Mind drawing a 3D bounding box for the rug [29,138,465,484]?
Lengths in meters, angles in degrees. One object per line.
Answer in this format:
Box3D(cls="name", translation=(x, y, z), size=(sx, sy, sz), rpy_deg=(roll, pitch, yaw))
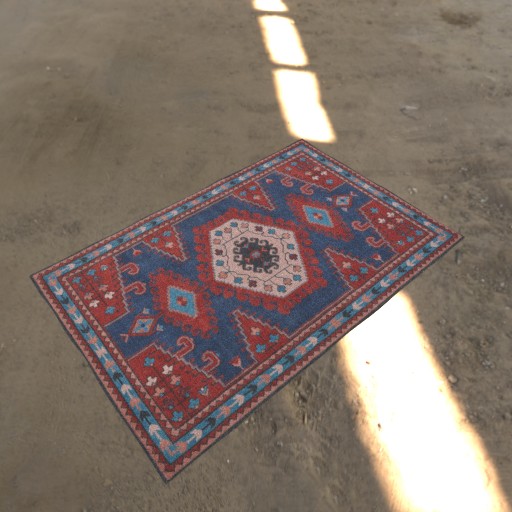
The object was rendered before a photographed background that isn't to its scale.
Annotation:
Box3D(cls="rug", translation=(0.000, 0.000, 2.197), size=(1.820, 0.012, 1.207), rpy_deg=(-32, 55, -26))
